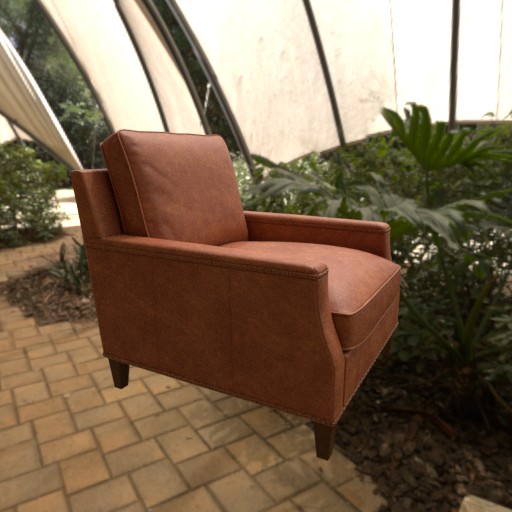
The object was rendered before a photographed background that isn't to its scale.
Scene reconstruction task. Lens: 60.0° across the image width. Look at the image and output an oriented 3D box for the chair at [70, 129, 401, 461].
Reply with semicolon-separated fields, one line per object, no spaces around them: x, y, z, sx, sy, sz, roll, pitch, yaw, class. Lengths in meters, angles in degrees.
0.000;0.000;1.724;1.014;0.943;0.853;7;15;28;chair
